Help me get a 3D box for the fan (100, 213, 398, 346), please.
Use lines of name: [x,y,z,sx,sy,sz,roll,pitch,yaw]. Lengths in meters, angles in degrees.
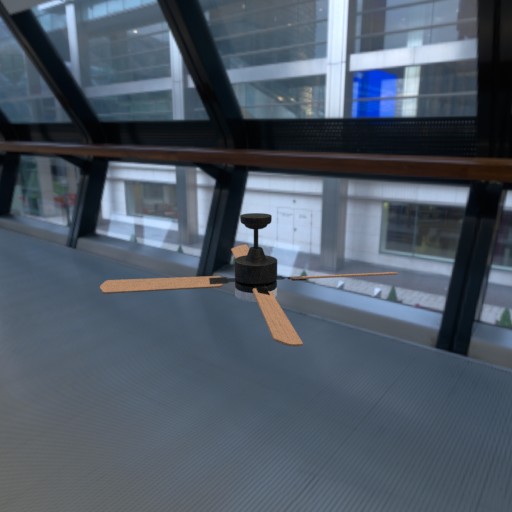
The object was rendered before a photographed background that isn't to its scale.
fan: [0.000,0.000,1.927,1.320,0.355,1.320,-2,14,-9]
